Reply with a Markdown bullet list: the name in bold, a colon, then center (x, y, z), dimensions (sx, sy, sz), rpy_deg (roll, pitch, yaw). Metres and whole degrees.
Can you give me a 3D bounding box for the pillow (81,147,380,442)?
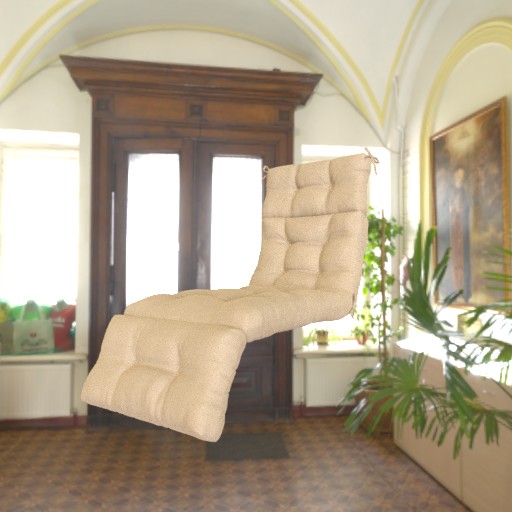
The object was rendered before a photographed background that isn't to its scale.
- **pillow**: center (0.000, 0.000, 1.504), dimensions (0.526, 0.863, 1.016), rpy_deg (-1, -2, 36)
